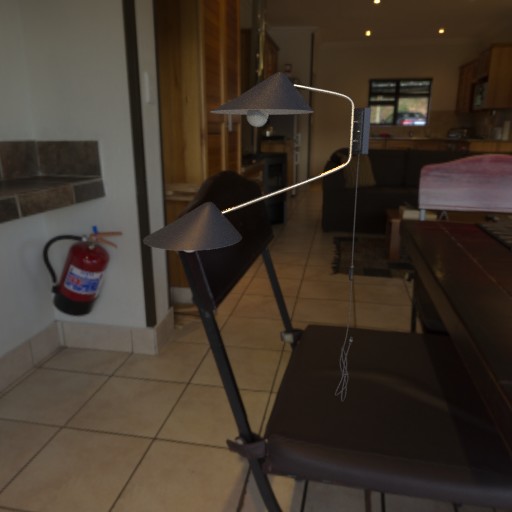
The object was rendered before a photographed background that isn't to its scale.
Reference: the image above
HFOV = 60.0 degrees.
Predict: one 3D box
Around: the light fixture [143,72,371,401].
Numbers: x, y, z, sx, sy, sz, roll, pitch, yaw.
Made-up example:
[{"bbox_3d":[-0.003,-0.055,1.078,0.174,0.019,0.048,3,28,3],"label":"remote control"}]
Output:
[{"bbox_3d":[0.000,0.000,0.861,0.422,0.665,0.189,-2,15,-8],"label":"light fixture"}]
